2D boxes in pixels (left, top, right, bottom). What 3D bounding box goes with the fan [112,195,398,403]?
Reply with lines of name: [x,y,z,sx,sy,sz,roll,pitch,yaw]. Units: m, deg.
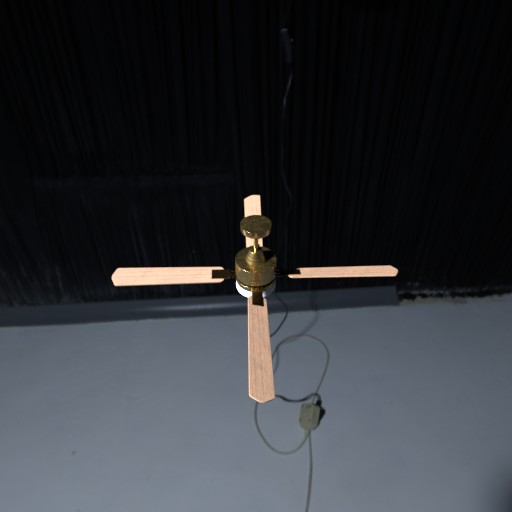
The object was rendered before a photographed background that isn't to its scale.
fan: [0.000,0.000,1.978,1.320,0.355,1.320,-1,41,-1]
